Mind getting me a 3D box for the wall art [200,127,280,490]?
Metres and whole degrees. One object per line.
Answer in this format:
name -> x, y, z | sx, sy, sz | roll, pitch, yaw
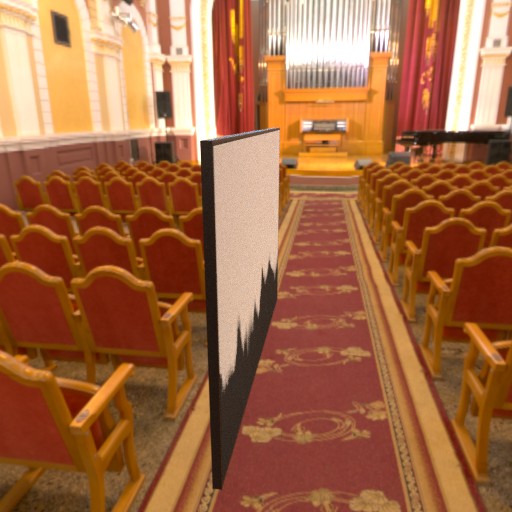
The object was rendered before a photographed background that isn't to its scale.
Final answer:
wall art -> 0.000, 0.000, 1.219 | 0.019, 0.660, 0.957 | 3, 18, 9
